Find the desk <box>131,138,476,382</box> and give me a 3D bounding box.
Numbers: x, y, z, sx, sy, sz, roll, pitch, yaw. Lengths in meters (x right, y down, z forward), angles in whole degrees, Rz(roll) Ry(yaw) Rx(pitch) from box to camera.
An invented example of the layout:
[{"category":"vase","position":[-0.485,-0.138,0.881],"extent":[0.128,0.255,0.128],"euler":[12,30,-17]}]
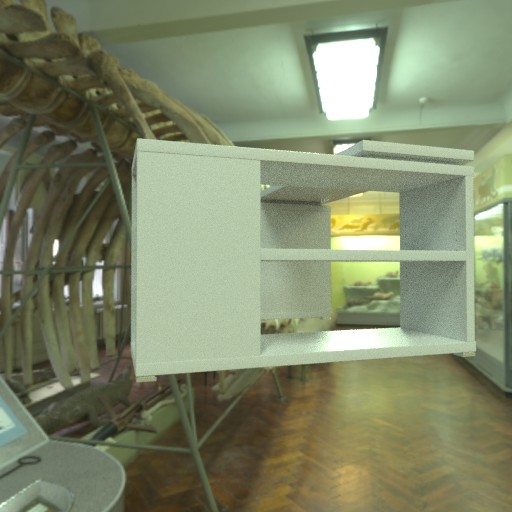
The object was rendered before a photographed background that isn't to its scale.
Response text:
[{"category":"desk","position":[0.000,0.000,2.166],"extent":[1.200,0.753,1.524],"euler":[0,-1,-18]}]
